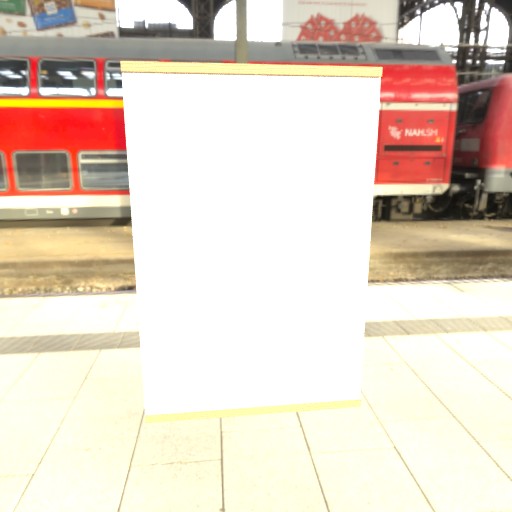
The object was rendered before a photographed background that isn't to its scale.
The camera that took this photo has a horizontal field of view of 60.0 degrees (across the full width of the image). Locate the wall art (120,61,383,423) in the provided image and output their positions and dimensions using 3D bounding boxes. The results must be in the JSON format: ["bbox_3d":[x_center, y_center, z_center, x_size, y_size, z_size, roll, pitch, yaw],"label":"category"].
[{"bbox_3d":[0.000,0.000,1.895,1.011,1.521,0.025,-2,14,-7],"label":"wall art"}]
